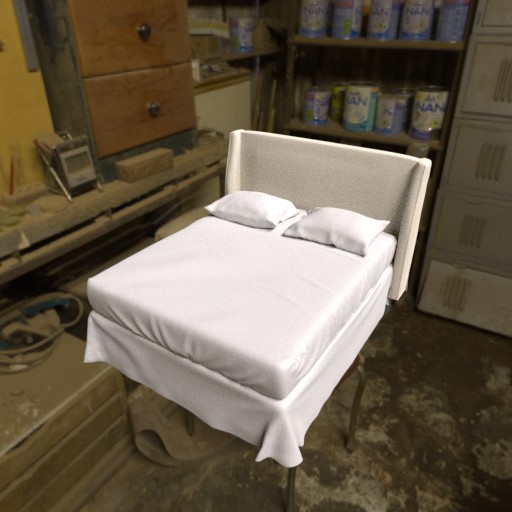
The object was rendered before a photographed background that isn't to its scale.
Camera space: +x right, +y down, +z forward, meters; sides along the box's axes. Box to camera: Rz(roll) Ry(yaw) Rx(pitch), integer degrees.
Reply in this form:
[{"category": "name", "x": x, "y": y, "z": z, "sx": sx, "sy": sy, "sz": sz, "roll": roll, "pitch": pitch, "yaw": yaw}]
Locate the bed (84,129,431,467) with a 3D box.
[{"category": "bed", "x": 0.000, "y": 0.000, "z": 3.487, "sx": 1.925, "sy": 1.332, "sz": 2.276, "roll": 18, "pitch": 34, "yaw": 28}]
